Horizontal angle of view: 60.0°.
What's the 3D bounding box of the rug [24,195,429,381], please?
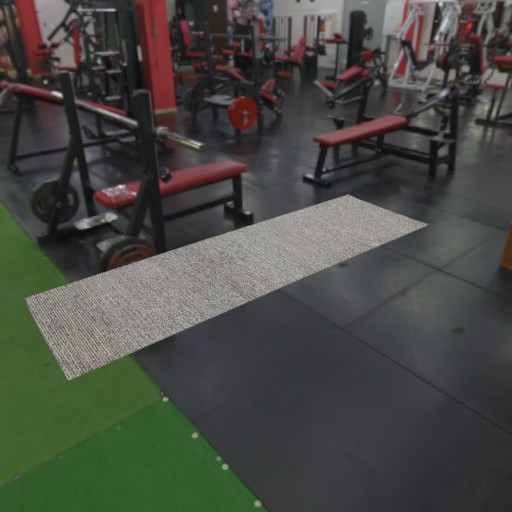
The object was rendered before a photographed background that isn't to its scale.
[{"bbox_3d":[0.000,0.000,2.544,2.335,0.013,0.697,-20,35,-32],"label":"rug"}]
